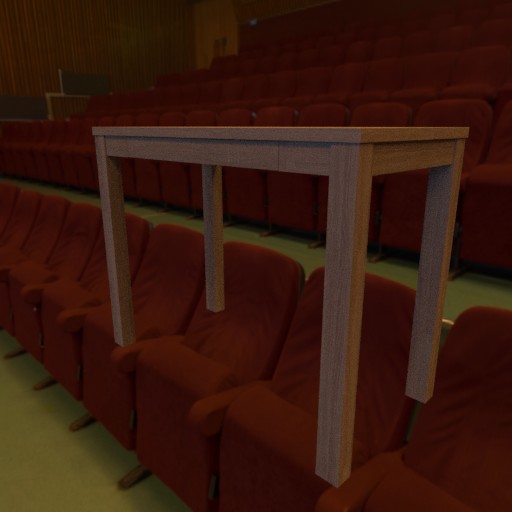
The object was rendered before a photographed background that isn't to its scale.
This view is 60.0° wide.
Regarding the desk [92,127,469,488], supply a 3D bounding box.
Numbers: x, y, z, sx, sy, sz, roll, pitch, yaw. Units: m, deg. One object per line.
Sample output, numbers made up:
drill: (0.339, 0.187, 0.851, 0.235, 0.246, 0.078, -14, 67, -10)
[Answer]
desk: (0.000, 0.000, 1.365, 0.991, 0.762, 0.495, 15, 22, 42)
